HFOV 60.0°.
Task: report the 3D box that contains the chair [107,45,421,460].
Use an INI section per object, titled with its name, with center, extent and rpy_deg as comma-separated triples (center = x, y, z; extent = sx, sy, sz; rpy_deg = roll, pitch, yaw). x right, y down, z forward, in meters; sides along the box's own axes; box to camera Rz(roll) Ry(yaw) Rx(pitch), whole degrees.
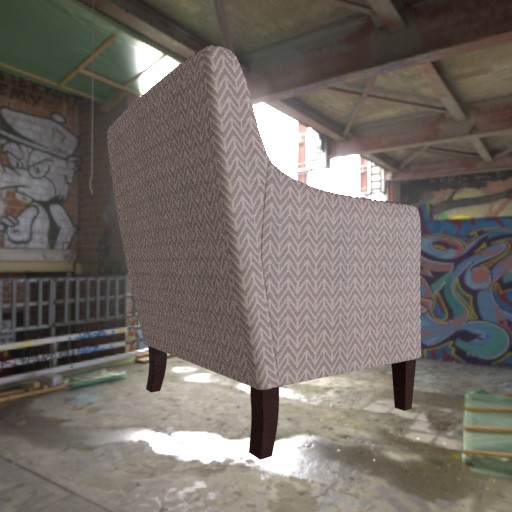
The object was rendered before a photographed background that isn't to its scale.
[chair]
center = 0.000, 0.000, 1.241
extent = 0.651, 0.816, 0.623
rpy_deg = 1, -1, -35
